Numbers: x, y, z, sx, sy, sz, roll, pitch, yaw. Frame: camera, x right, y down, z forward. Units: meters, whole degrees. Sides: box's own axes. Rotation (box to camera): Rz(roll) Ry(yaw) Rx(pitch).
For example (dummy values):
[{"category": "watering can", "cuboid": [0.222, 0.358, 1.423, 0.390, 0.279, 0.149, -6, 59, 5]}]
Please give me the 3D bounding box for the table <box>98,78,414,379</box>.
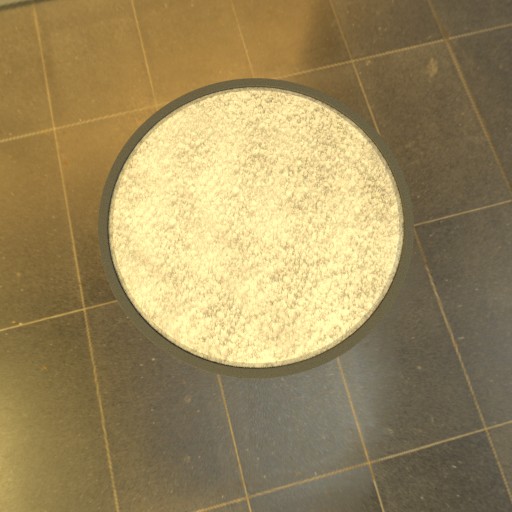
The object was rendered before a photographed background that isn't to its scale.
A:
[{"category": "table", "cuboid": [0.000, 0.000, 0.901, 0.470, 0.498, 0.470, 0, 76, 0]}]
